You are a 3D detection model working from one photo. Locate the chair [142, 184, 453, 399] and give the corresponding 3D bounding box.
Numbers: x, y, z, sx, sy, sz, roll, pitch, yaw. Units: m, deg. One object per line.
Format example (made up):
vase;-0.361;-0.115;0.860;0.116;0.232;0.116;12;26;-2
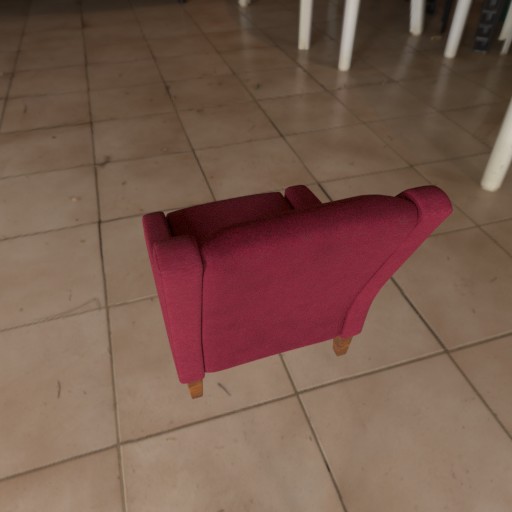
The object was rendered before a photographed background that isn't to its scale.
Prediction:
chair;0.000;0.000;1.736;0.793;1.017;0.985;-13;44;-14
